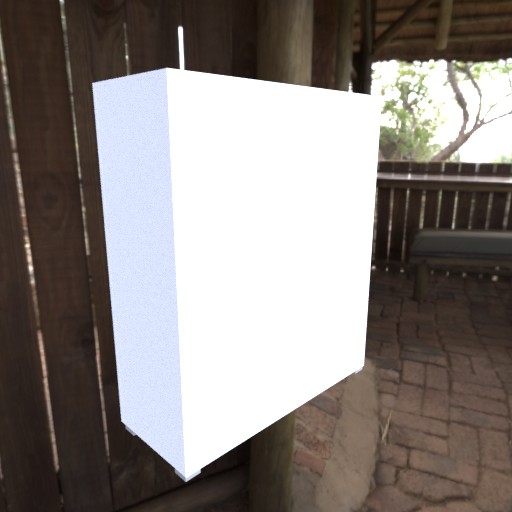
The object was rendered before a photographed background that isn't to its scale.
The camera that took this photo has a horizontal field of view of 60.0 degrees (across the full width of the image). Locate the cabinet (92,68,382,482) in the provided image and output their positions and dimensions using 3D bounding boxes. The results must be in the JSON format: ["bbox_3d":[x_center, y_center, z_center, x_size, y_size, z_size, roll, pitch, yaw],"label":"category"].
[{"bbox_3d":[0.000,0.000,1.694,1.000,1.190,0.400,-14,20,-43],"label":"cabinet"}]
